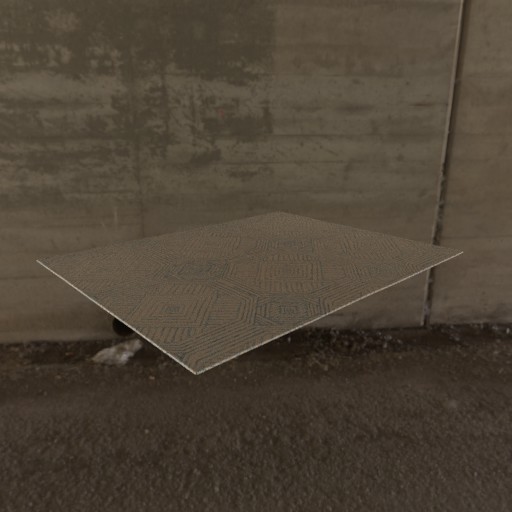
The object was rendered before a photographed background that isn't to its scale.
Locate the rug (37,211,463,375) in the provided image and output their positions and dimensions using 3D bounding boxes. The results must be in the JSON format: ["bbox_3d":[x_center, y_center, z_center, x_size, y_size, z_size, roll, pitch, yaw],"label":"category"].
[{"bbox_3d":[0.000,0.000,4.052,3.049,0.015,2.457,-16,23,-40],"label":"rug"}]
